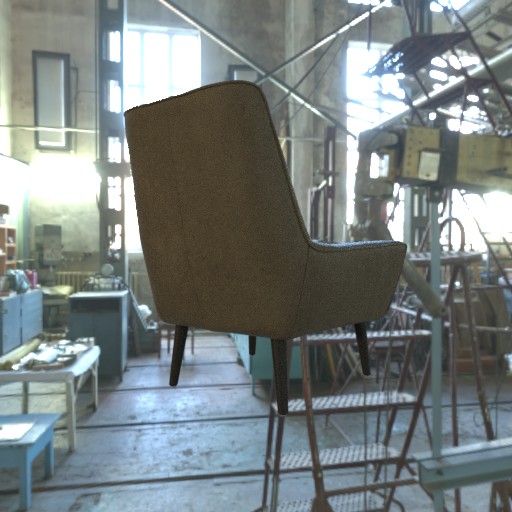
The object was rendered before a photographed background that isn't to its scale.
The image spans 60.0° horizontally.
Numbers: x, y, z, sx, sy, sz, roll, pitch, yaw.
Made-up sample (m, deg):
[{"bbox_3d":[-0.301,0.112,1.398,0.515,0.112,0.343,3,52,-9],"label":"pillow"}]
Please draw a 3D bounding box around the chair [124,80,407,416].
[{"bbox_3d":[0.000,0.000,1.510,0.787,0.888,0.824,1,1,36],"label":"chair"}]
